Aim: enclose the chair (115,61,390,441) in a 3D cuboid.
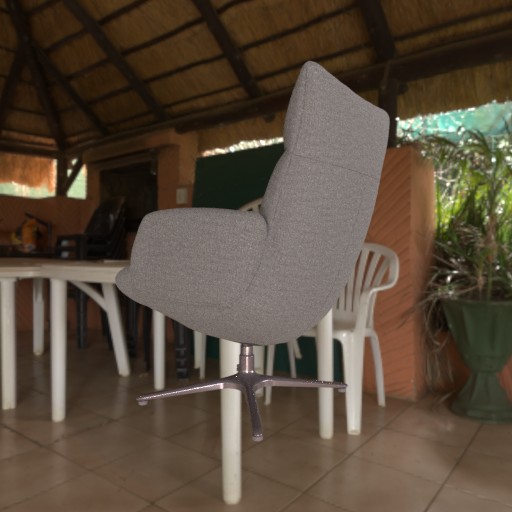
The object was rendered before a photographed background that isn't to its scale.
[{"bbox_3d":[0.000,0.000,1.520,0.831,0.984,0.702,0,0,36],"label":"chair"}]
